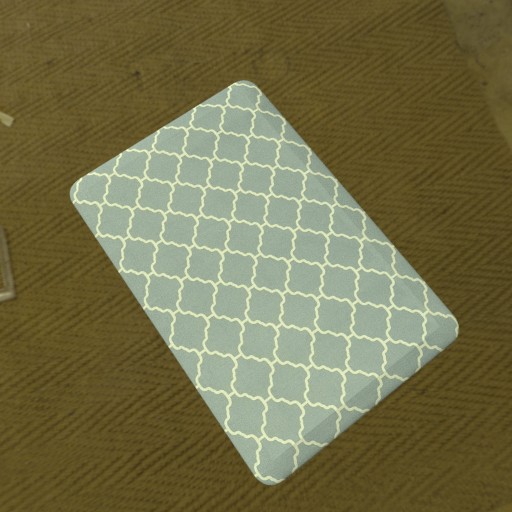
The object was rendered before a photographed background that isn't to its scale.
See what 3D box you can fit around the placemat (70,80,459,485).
[{"bbox_3d":[0.000,0.000,0.940,0.508,0.021,0.762,-35,77,-9],"label":"placemat"}]
